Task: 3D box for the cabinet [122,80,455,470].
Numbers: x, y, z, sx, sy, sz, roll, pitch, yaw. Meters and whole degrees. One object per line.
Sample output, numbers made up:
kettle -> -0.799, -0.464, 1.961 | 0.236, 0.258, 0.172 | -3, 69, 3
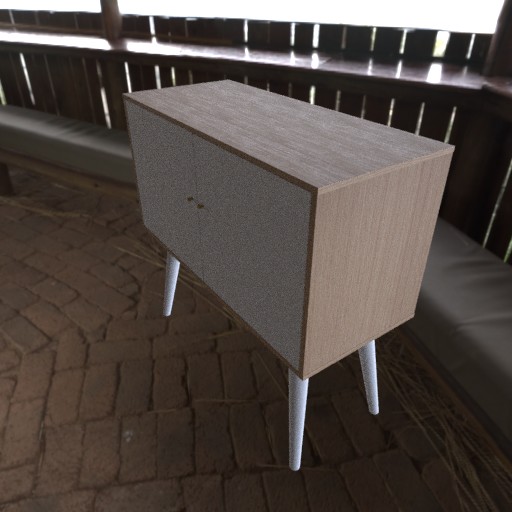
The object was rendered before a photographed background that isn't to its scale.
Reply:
cabinet -> 0.000, 0.000, 1.626 | 0.470, 1.016, 1.057 | -21, 37, -29
